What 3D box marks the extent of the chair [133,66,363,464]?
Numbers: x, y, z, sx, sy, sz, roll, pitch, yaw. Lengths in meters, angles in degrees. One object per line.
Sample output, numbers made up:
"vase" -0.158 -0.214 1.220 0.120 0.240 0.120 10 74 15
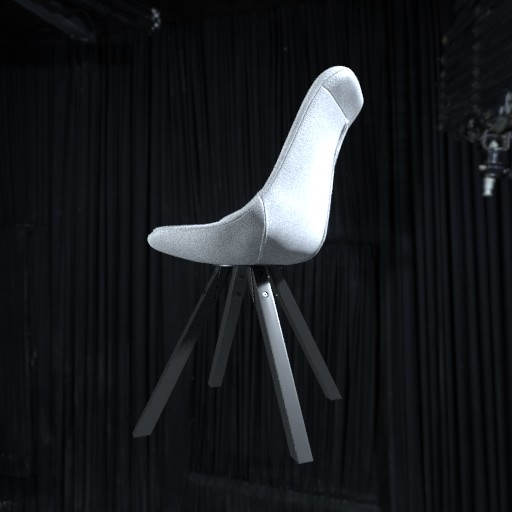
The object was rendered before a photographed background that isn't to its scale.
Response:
"chair" 0.000 0.000 1.181 0.550 0.850 0.485 0 0 18
